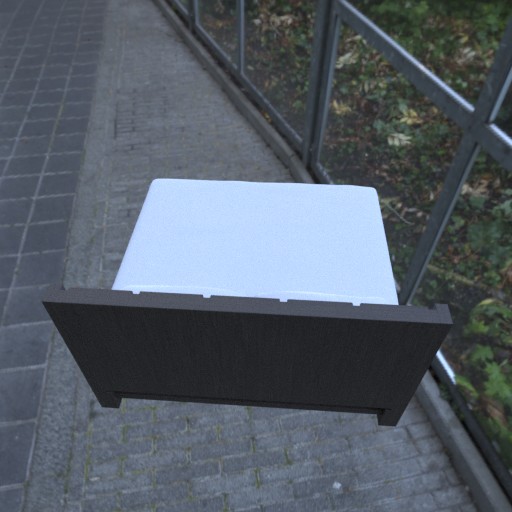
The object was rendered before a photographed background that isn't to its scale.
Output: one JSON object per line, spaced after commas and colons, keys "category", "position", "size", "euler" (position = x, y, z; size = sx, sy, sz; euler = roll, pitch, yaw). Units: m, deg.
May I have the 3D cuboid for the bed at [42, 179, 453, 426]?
{"category": "bed", "position": [0.000, 0.000, 3.438], "size": [2.134, 1.270, 2.012], "euler": [3, 47, 3]}
